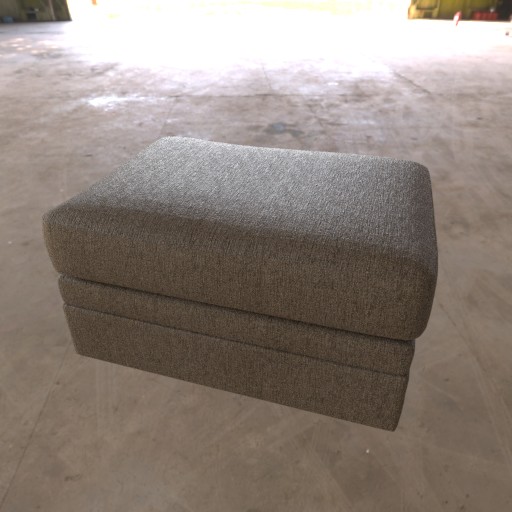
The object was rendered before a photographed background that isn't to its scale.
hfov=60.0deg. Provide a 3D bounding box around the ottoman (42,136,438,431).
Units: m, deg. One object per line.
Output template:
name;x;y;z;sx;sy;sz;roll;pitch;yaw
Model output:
ottoman;0.000;0.000;1.230;0.885;0.478;0.637;9;34;14
